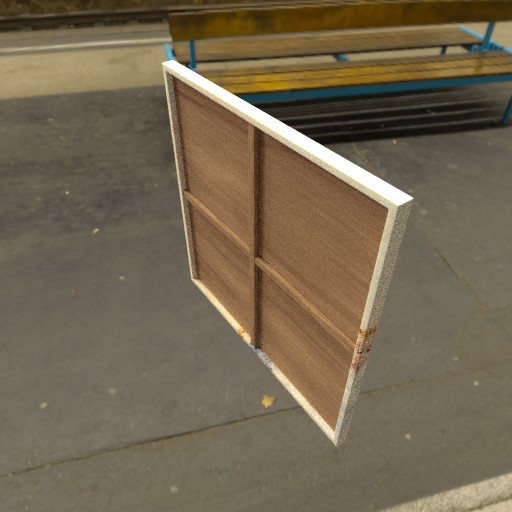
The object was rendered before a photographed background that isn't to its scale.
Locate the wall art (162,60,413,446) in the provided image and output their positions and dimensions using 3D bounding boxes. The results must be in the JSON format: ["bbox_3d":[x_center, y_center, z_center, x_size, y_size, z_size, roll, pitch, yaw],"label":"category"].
[{"bbox_3d":[0.000,0.000,1.327,0.038,0.889,0.889,-25,47,-26],"label":"wall art"}]
